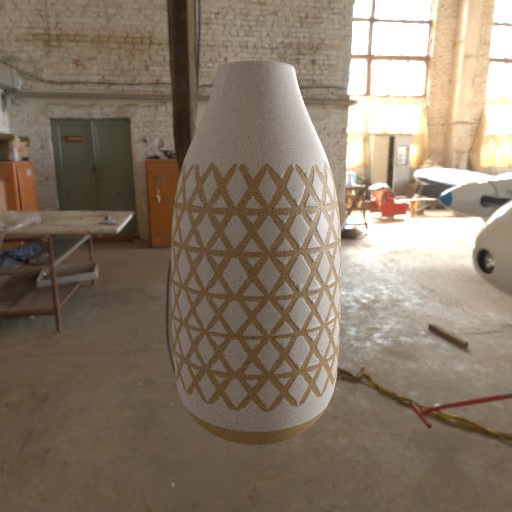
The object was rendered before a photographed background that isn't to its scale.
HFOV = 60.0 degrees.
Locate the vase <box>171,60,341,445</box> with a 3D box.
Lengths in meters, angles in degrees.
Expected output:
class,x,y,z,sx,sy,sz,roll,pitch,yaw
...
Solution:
class,x,y,z,sx,sy,sz,roll,pitch,yaw
vase,0.000,0.000,0.479,0.186,0.380,0.186,0,13,0
